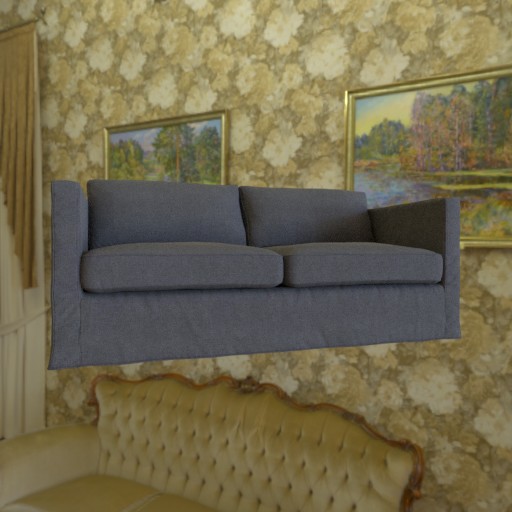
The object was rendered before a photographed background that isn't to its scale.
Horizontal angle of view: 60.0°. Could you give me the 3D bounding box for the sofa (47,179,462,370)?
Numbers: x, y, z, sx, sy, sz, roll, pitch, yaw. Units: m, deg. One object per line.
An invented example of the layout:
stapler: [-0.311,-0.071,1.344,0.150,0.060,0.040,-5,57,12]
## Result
sofa: [0.000,0.000,2.414,1.982,0.855,0.953,0,1,-18]
